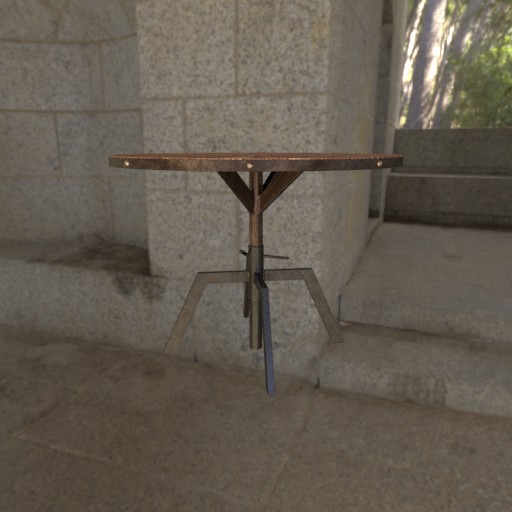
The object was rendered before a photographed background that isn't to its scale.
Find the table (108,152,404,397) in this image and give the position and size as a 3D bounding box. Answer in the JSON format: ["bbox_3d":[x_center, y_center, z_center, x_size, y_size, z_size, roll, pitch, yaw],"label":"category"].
[{"bbox_3d":[0.000,0.000,1.475,0.885,0.658,0.885,0,14,0],"label":"table"}]
